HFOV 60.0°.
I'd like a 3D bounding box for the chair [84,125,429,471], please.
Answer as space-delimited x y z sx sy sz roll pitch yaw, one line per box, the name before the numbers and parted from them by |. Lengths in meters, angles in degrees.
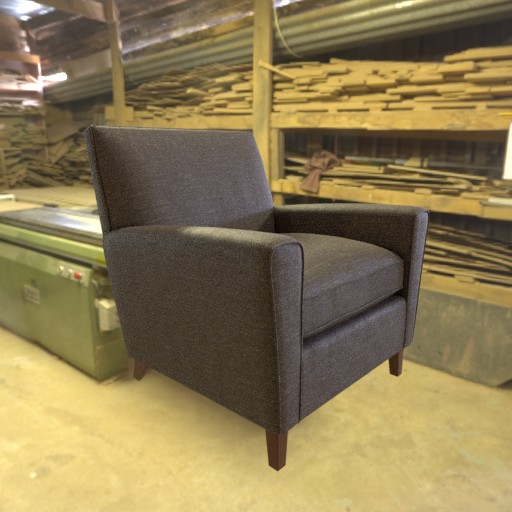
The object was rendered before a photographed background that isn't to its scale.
chair | 0.000 0.000 1.561 0.875 0.885 0.838 13 19 42
